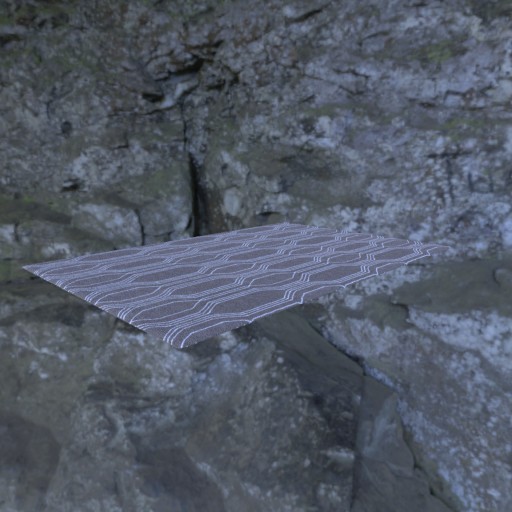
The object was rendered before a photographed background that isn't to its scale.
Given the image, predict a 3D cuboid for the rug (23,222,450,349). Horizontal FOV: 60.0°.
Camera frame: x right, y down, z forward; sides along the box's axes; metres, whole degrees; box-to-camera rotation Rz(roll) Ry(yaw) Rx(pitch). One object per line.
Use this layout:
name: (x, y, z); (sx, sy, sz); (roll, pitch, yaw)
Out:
rug: (0.000, 0.000, 2.264); (1.239, 0.012, 1.836); (13, 18, 43)
